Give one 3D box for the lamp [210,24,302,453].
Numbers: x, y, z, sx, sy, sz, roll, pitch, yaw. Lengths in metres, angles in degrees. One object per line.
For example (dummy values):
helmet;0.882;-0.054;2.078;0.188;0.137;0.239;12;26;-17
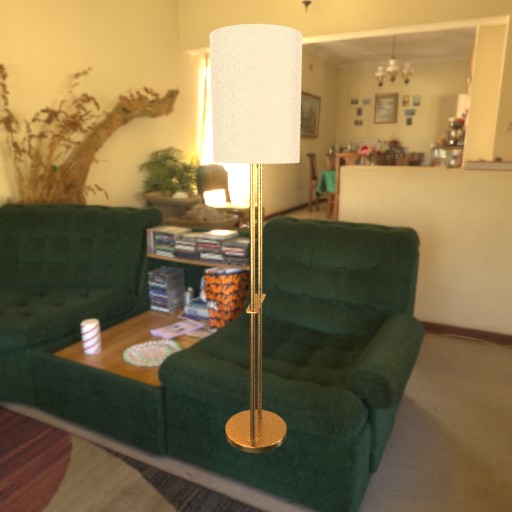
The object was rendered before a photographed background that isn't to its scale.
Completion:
lamp;0.000;0.000;1.647;0.305;1.500;0.306;2;14;9
